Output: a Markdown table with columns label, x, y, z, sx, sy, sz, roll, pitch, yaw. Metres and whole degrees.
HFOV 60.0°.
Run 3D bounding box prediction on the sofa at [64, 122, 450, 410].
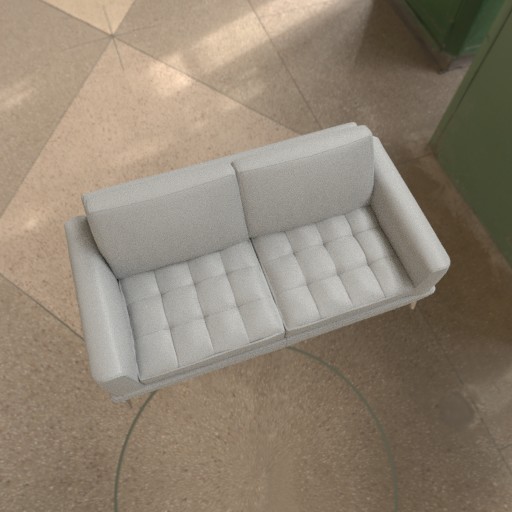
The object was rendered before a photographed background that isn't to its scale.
| label | x | y | z | sx | sy | sz | roll | pitch | yaw |
| --- | --- | --- | --- | --- | --- | --- | --- | --- | --- |
| sofa | 0.000 | 0.000 | 2.800 | 2.177 | 0.930 | 1.121 | -17 | 65 | -8 |
